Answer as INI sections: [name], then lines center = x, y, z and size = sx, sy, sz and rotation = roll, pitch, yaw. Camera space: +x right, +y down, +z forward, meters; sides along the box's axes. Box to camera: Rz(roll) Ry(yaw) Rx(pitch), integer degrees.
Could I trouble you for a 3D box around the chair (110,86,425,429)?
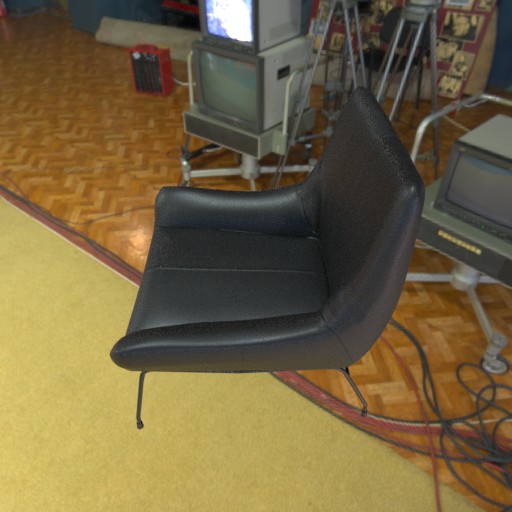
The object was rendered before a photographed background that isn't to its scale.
[chair]
center = 0.000, 0.000, 1.499
size = 0.826, 0.922, 0.836
rotation = 0, 40, 0
